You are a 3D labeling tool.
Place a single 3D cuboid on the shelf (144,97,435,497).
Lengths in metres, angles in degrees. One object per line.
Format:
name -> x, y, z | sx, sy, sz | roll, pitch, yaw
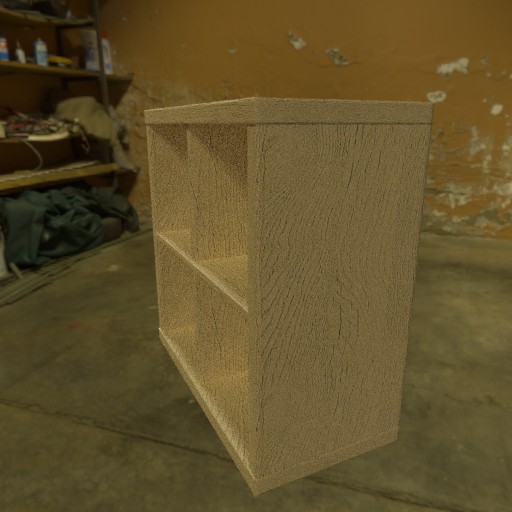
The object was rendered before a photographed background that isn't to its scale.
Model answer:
shelf -> 0.000, 0.000, 1.234 | 0.390, 0.786, 0.790 | -8, 18, -25
